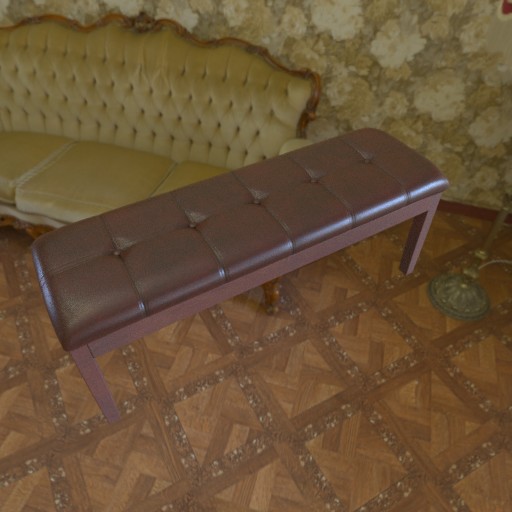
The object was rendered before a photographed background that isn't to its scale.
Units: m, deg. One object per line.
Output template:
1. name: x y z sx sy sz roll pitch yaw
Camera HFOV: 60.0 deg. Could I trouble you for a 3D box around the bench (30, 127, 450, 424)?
1. bench: 0.000 0.000 1.480 1.259 0.491 0.401 -23 49 -21
